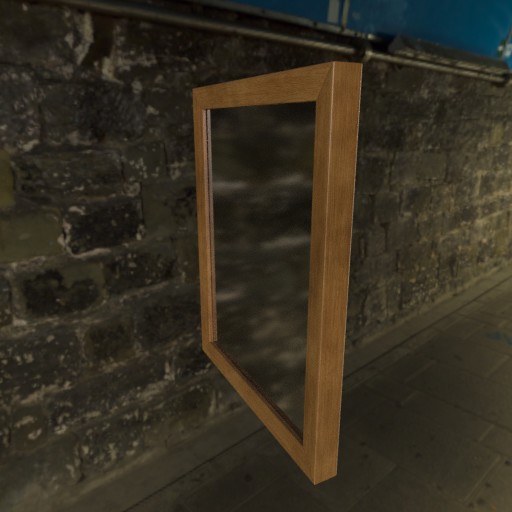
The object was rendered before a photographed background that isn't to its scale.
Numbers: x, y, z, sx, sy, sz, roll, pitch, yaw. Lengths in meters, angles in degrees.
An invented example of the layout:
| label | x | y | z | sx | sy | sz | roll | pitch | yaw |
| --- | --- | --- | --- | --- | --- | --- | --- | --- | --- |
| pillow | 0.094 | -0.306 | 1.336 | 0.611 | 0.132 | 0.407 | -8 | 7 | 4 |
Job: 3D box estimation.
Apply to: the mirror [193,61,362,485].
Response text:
| label | x | y | z | sx | sy | sz | roll | pitch | yaw |
| --- | --- | --- | --- | --- | --- | --- | --- | --- | --- |
| mirror | 0.000 | 0.000 | 0.684 | 0.041 | 0.508 | 0.405 | -8 | 19 | -26 |
